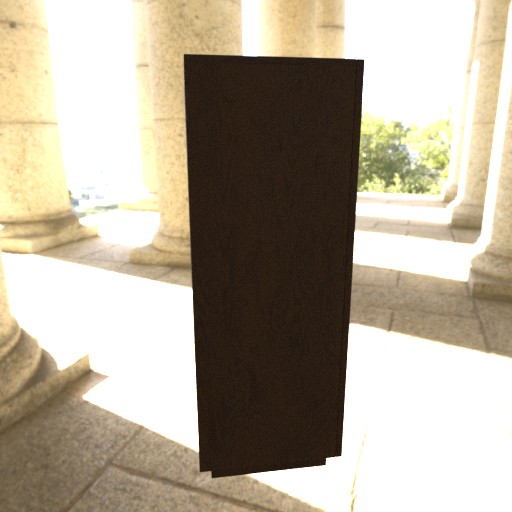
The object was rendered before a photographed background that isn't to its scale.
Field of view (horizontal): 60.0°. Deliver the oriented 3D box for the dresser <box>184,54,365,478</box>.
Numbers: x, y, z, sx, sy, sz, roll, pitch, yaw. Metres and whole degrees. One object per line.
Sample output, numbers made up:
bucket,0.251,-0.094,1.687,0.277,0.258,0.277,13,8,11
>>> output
dresser,0.000,0.000,1.777,0.516,1.320,0.964,-2,15,-8
